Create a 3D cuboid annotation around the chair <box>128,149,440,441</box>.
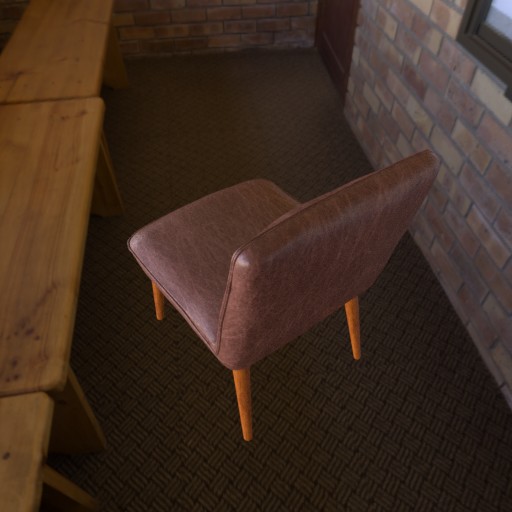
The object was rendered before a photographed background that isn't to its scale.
[{"bbox_3d":[0.000,0.000,1.214,0.543,0.803,0.645,-32,55,-26],"label":"chair"}]
